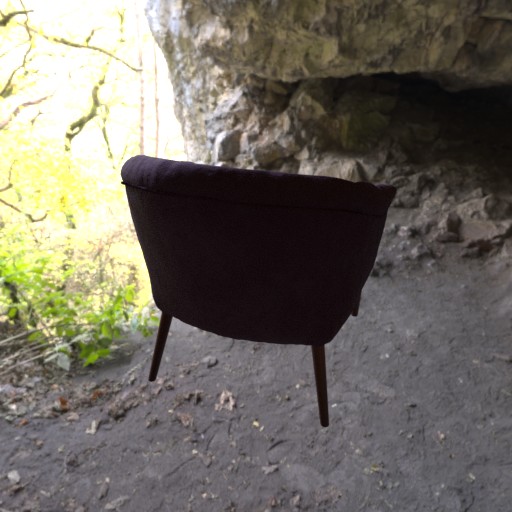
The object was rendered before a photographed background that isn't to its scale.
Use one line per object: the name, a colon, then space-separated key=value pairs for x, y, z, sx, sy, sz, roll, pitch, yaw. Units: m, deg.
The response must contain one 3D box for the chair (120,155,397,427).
chair: x=0.000 y=0.000 z=1.520 sx=0.851 sy=0.885 sz=0.776 roll=10 pitch=33 yaw=15
